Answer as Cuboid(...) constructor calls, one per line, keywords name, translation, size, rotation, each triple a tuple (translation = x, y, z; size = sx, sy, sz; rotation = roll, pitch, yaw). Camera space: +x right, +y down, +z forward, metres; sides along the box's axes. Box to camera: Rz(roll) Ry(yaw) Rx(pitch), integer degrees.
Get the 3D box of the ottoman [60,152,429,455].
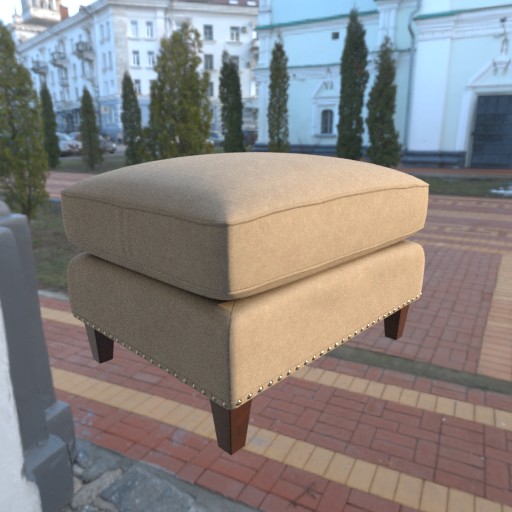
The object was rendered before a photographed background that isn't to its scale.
Cuboid(name="ottoman", translation=(0.000, 0.000, 1.131), size=(0.584, 0.513, 0.741), rotation=(14, 21, 42))
